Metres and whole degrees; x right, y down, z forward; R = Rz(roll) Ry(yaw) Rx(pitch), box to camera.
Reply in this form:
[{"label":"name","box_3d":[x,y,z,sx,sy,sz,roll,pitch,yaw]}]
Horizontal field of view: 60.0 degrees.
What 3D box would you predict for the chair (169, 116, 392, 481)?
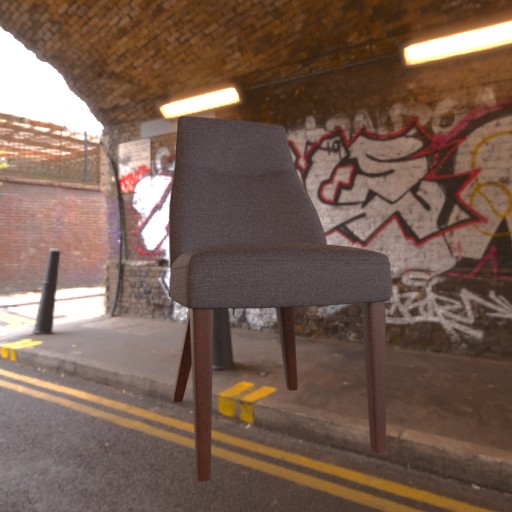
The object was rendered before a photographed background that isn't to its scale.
[{"label":"chair","box_3d":[0.000,0.000,1.274,0.500,0.930,0.620,0,1,-18]}]
